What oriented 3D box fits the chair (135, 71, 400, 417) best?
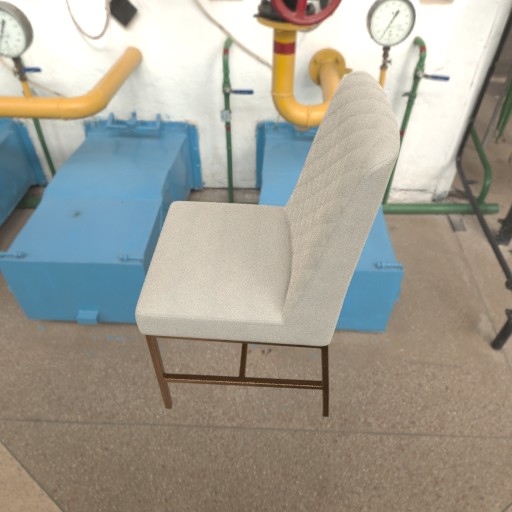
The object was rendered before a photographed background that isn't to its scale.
[{"bbox_3d":[0.000,0.000,1.284,0.597,0.933,0.503,2,43,2],"label":"chair"}]
